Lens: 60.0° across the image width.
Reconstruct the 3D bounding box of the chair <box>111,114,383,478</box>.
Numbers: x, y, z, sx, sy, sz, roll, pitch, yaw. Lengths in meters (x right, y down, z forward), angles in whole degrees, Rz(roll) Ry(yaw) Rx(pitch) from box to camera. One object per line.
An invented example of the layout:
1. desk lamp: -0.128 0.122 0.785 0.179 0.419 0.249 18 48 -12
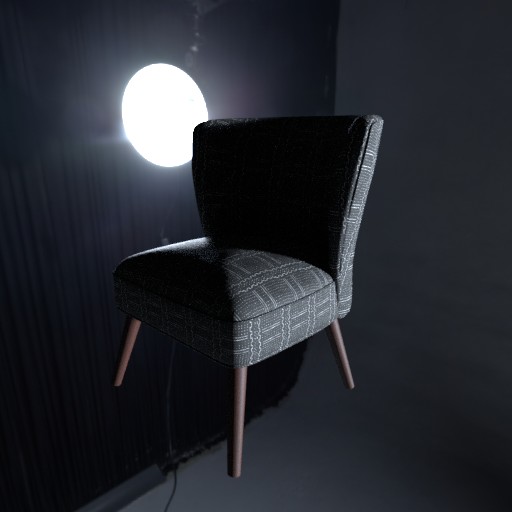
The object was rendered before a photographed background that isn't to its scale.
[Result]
1. chair: 0.000 0.000 1.410 0.710 0.866 0.758 15 22 42
